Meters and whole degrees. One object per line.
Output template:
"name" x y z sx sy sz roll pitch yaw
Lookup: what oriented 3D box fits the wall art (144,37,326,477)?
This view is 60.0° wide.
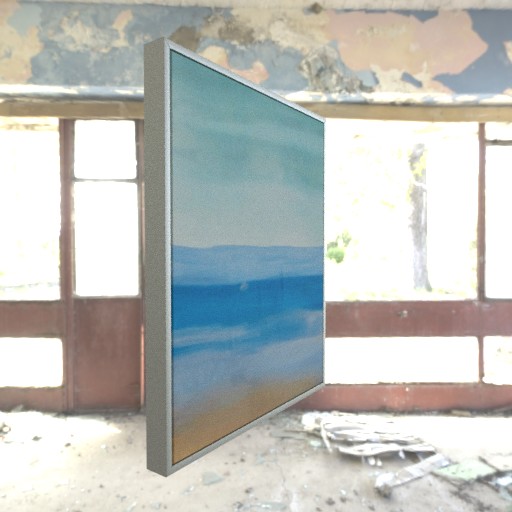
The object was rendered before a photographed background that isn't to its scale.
"wall art" 0.000 0.000 0.748 0.039 0.553 0.445 1 2 36
